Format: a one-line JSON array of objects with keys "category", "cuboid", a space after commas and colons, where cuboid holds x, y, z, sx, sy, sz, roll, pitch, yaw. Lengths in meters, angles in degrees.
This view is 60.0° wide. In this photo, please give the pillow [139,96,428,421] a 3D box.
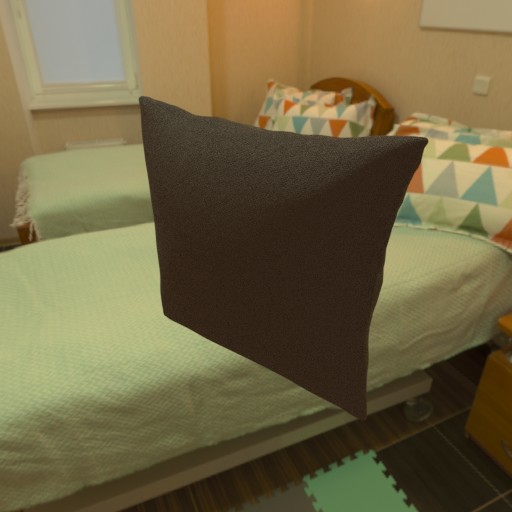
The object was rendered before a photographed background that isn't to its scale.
[{"category": "pillow", "cuboid": [0.000, 0.000, 0.689, 0.452, 0.439, 0.204, 20, 35, 31]}]
